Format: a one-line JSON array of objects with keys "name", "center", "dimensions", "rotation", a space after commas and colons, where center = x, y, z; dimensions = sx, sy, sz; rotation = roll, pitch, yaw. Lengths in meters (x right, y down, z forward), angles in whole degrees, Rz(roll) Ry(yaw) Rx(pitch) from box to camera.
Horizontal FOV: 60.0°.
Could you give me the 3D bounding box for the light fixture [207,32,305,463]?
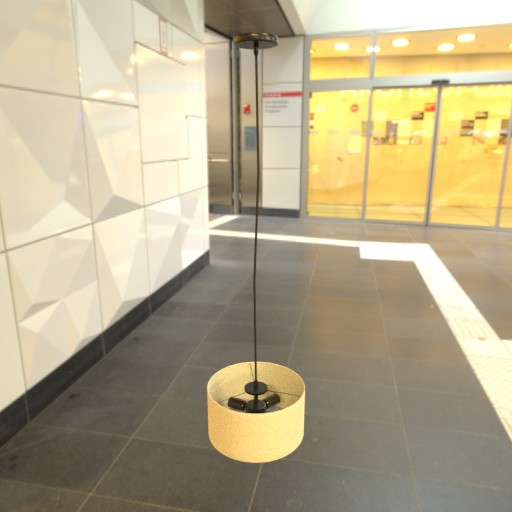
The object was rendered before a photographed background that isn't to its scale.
[{"name": "light fixture", "center": [0.000, 0.000, 1.681], "dimensions": [0.399, 1.516, 0.399], "rotation": [0, 15, 0]}]
